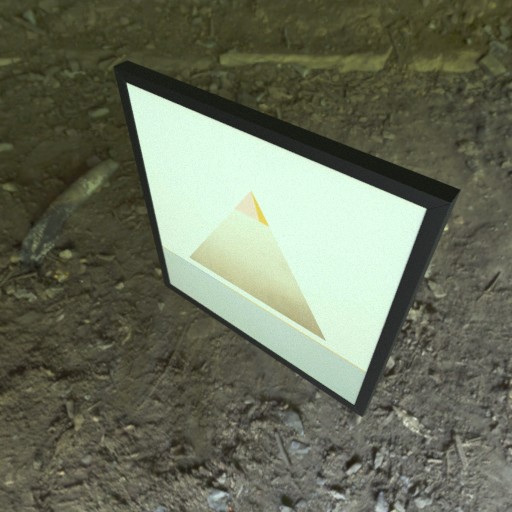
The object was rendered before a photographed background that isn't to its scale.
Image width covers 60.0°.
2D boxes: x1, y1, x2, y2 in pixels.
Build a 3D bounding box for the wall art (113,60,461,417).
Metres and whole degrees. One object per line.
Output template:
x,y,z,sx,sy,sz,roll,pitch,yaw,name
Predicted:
0.000,0.000,0.743,0.513,0.511,0.028,29,53,25,wall art
